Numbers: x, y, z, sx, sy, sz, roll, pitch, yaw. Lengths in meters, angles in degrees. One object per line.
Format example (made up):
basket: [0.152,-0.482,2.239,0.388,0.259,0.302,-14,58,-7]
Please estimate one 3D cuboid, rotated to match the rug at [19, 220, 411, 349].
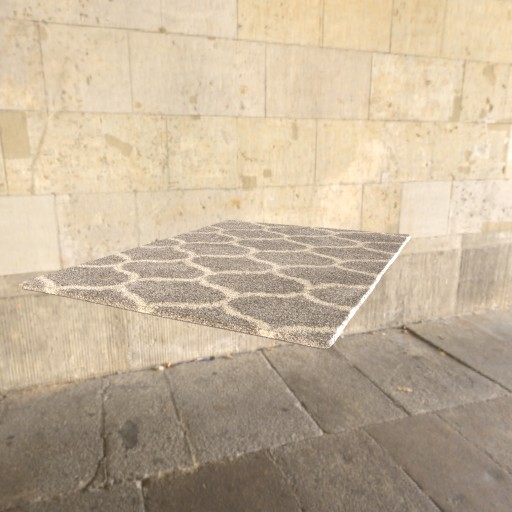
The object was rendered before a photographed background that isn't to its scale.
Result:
rug: [0.000,0.000,2.093,1.200,0.025,1.600,7,15,25]
